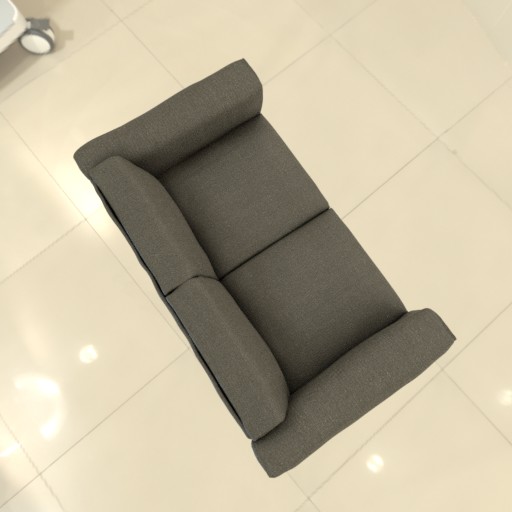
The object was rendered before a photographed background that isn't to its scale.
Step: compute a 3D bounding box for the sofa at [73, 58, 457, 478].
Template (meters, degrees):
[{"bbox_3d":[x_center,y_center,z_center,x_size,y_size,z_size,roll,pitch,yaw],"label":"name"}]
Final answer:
[{"bbox_3d":[0.000,0.000,2.158,0.960,0.656,1.690,-33,78,-8],"label":"sofa"}]
